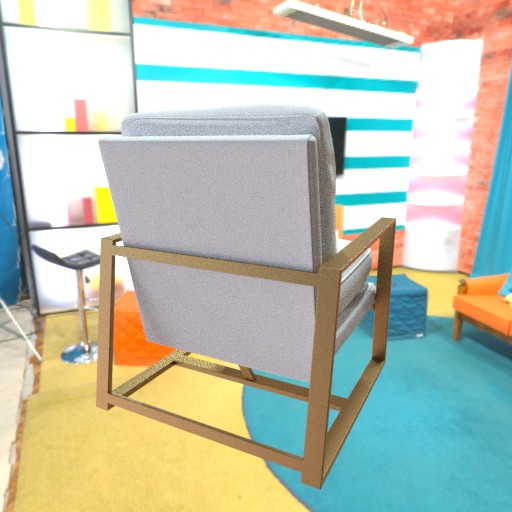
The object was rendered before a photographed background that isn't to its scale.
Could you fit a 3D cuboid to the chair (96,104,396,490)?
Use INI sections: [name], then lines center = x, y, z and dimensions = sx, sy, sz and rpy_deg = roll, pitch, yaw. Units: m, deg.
[chair]
center = 0.000, 0.000, 1.550
dimensions = 0.805, 0.966, 0.813
rpy_deg = 7, 16, 27
